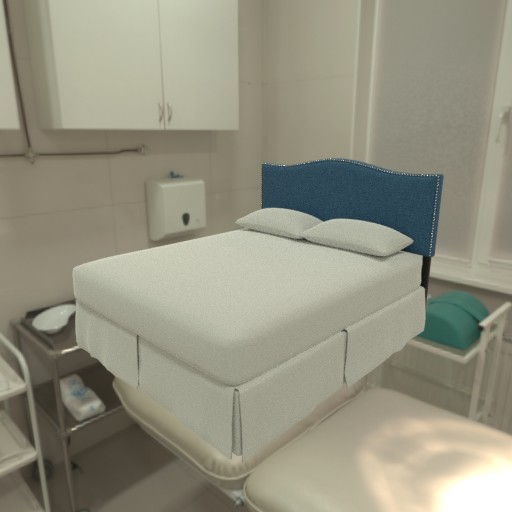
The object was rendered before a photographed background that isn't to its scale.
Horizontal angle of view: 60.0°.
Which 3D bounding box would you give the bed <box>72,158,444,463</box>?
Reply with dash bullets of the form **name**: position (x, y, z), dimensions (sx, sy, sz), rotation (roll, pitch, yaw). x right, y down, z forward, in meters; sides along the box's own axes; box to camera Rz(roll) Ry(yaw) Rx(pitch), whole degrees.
- **bed**: position (0.000, 0.000, 2.883), dimensions (1.610, 1.169, 1.872), rotation (15, 21, 42)
